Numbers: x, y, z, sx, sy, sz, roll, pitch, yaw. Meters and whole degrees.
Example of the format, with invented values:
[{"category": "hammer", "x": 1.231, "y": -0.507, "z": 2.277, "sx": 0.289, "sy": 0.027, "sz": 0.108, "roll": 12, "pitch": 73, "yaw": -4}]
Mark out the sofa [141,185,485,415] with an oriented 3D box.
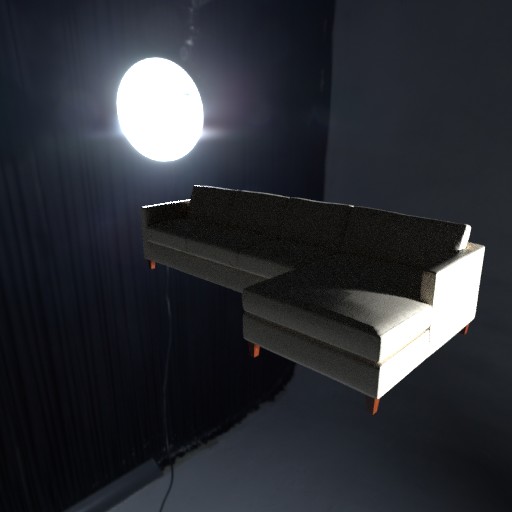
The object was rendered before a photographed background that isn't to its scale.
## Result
[{"category": "sofa", "x": 0.000, "y": 0.000, "z": 4.123, "sx": 3.471, "sy": 0.954, "sz": 1.603, "roll": 15, "pitch": 22, "yaw": 42}]
